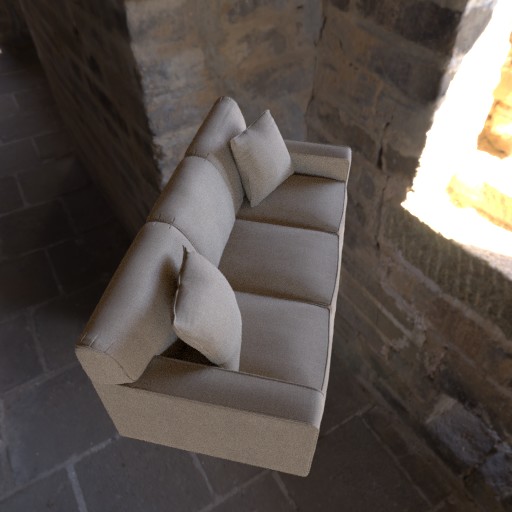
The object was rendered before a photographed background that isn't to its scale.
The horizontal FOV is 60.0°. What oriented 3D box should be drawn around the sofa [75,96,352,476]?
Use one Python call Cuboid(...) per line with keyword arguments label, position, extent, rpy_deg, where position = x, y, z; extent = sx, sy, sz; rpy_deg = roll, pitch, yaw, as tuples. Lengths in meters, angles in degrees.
Cuboid(label="sofa", position=(0.000, 0.000, 2.554), extent=(0.997, 0.958, 2.024), rpy_deg=(9, 47, 8))
